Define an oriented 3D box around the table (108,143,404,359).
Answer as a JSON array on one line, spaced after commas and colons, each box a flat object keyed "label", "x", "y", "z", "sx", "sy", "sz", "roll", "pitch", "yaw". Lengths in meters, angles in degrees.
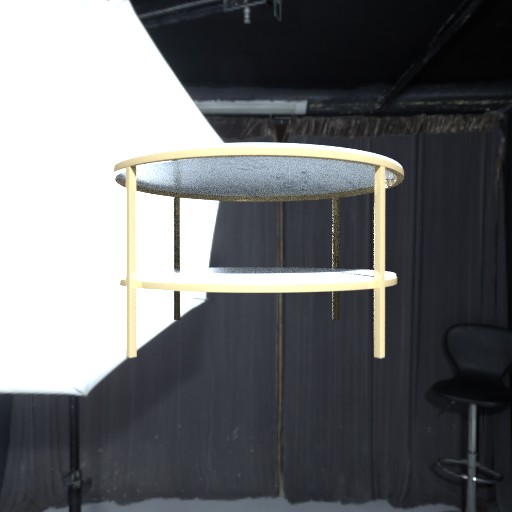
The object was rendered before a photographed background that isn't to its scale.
[{"label": "table", "x": 0.000, "y": 0.000, "z": 1.266, "sx": 0.800, "sy": 0.450, "sz": 0.800, "roll": 0, "pitch": 0, "yaw": 0}]
